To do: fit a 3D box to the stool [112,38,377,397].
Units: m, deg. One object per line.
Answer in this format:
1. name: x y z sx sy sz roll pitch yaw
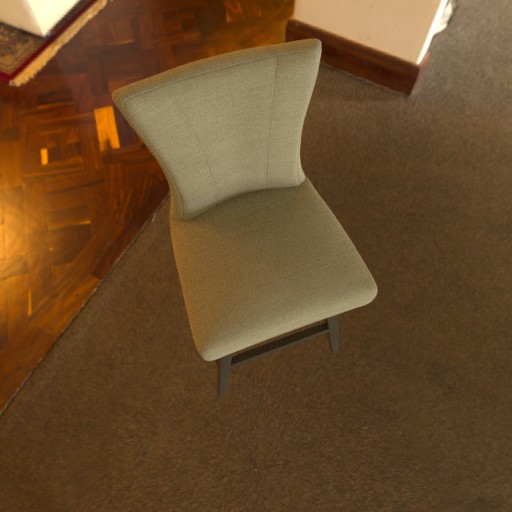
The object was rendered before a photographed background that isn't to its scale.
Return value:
1. stool: 0.000 0.000 1.396 0.514 1.086 0.574 -18 66 -9
